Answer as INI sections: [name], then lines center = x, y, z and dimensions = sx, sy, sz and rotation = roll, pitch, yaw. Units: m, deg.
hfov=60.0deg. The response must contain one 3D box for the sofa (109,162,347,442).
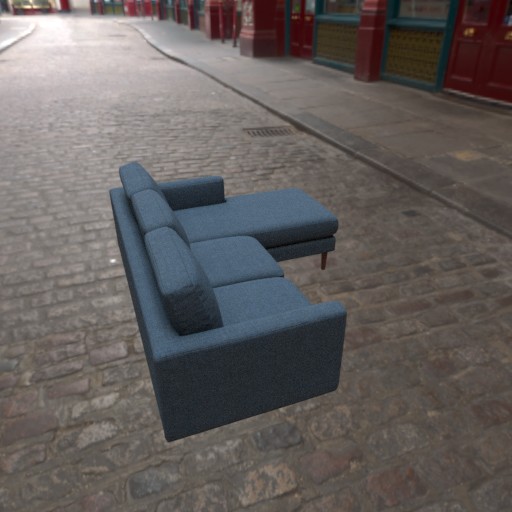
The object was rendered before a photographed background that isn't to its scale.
[sofa]
center = 0.000, 0.000, 2.980
dimensions = 1.667, 0.957, 2.055
rotation = -11, 31, -18
